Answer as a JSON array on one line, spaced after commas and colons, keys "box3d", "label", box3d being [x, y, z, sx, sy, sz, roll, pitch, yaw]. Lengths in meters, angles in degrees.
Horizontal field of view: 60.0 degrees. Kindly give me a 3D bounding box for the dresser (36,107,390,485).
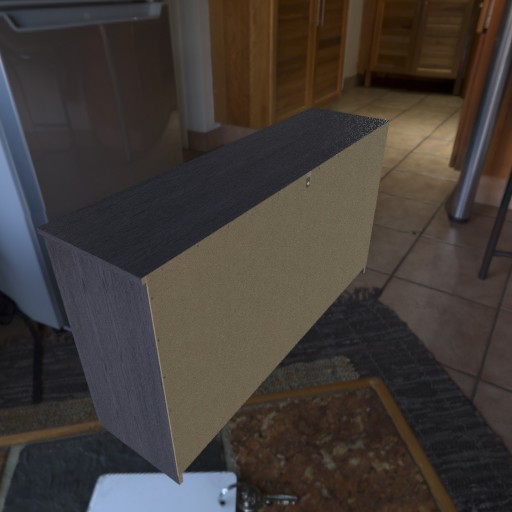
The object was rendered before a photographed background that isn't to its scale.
[{"box3d": [0.000, 0.000, 1.656, 0.401, 0.755, 1.360, 21, 38, 29], "label": "dresser"}]
